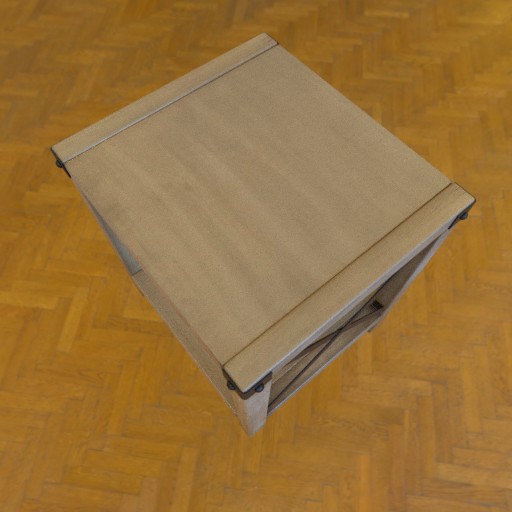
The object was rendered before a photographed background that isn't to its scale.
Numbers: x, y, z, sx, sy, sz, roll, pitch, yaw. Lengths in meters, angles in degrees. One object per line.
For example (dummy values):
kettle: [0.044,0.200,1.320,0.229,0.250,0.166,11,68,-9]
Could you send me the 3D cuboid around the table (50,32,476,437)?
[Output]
table: [0.000,0.000,0.927,0.459,0.561,0.510,-36,68,-17]
